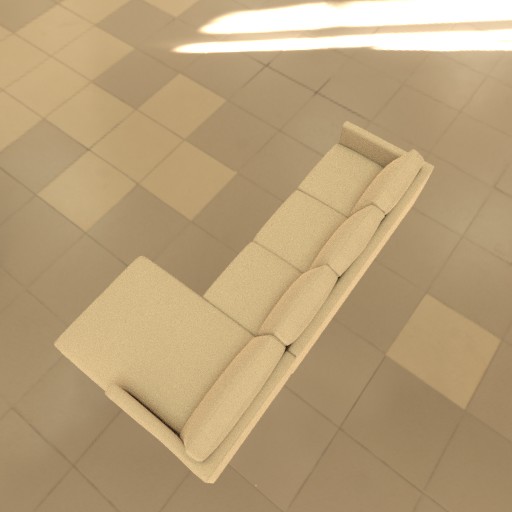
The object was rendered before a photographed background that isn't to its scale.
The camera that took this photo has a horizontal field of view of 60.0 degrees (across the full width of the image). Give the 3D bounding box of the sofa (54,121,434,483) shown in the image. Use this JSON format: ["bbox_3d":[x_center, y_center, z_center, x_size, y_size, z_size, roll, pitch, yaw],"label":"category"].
[{"bbox_3d":[0.000,0.000,3.819,1.625,0.861,3.186,34,68,16],"label":"sofa"}]
